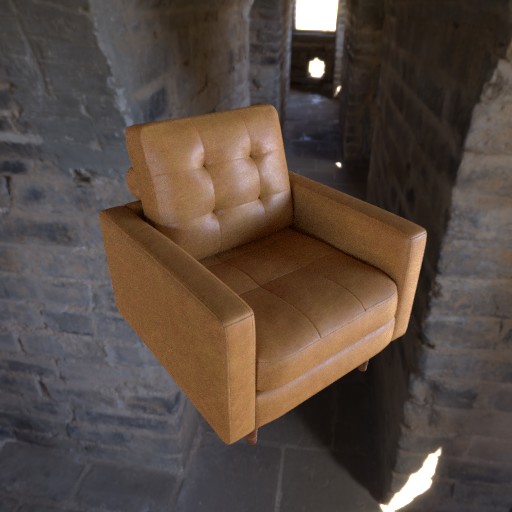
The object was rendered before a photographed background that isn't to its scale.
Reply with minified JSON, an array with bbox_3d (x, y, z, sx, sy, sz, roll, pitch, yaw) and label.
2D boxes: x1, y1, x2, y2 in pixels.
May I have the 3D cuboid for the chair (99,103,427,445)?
[{"bbox_3d":[0.000,0.000,1.563,0.831,0.896,0.868,-21,36,-32],"label":"chair"}]
